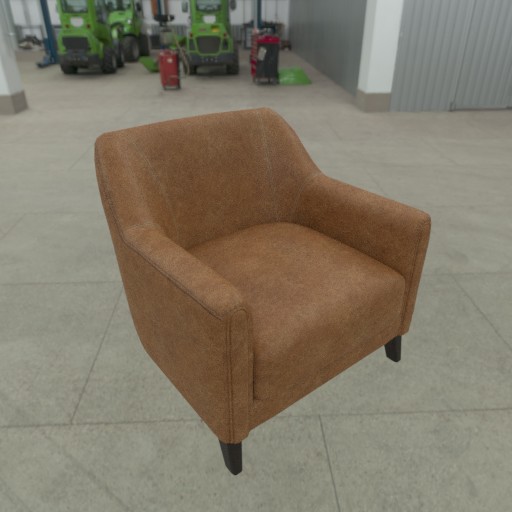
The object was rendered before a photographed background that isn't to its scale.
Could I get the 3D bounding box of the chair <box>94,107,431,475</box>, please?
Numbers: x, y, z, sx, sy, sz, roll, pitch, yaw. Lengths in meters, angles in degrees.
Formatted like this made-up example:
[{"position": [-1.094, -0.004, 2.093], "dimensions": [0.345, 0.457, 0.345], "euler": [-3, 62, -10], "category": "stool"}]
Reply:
[{"position": [0.000, 0.000, 1.851], "dimensions": [1.037, 0.980, 1.034], "euler": [-21, 36, -32], "category": "chair"}]
